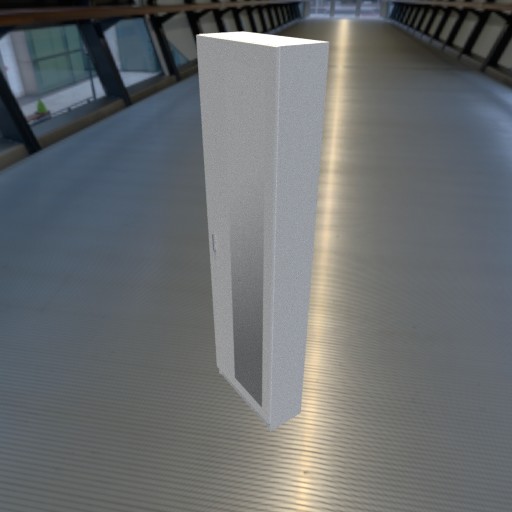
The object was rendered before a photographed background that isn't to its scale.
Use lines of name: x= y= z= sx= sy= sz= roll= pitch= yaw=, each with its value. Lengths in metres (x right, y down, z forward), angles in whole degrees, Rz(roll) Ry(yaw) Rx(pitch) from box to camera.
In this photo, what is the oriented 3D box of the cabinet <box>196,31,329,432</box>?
cabinet: x=0.000 y=0.000 z=2.021 sx=0.230 sy=1.790 sz=0.500 roll=-20 pitch=37 yaw=-30
